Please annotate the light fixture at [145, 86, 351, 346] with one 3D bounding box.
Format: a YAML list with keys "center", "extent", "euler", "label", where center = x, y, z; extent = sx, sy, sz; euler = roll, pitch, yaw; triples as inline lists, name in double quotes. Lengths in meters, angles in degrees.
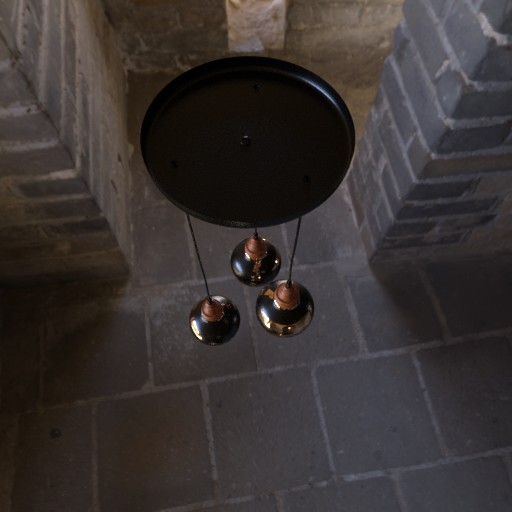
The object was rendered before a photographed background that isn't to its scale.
- center: [0.000, 0.000, 1.776]
  extent: [0.605, 1.410, 0.608]
  euler: [31, 67, 14]
  label: "light fixture"
